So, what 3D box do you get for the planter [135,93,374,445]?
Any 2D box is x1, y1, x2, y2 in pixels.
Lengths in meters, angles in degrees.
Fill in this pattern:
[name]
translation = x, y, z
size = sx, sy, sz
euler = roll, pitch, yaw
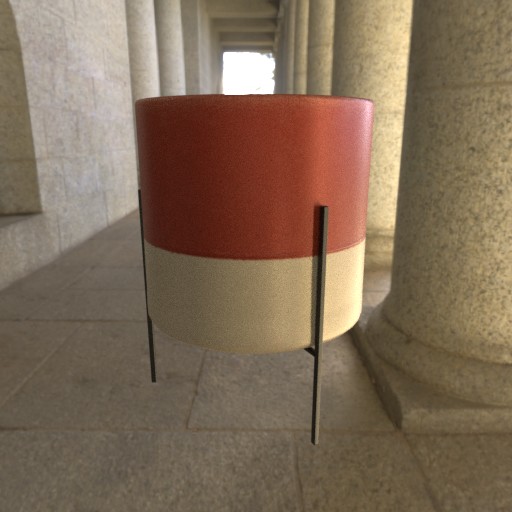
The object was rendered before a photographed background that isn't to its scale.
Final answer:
[planter]
translation = 0.000, 0.000, 0.710
size = 0.345, 0.465, 0.354
euler = -8, 18, -27
